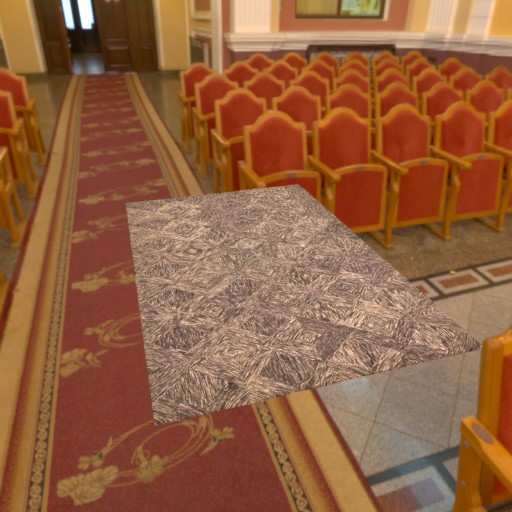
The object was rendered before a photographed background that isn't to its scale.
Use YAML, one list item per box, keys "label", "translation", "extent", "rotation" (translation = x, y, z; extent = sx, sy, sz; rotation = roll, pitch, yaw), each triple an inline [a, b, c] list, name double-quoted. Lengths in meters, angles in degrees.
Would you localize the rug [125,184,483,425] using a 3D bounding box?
- label: "rug"
  translation: [0.000, 0.000, 2.216]
  extent: [1.189, 0.011, 1.808]
  rotation: [-8, 30, -15]
